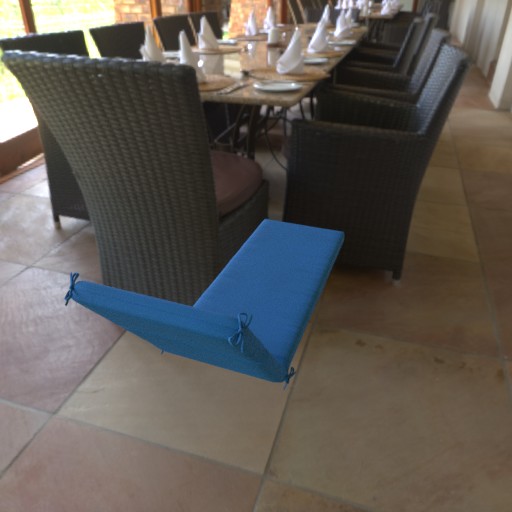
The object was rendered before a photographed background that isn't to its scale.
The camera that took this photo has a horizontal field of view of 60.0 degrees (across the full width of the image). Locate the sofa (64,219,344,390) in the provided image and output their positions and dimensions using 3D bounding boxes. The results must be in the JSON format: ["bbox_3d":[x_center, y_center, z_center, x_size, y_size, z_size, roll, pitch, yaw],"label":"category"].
[{"bbox_3d":[0.000,0.000,1.948,0.582,0.622,1.663,11,33,18],"label":"sofa"}]
